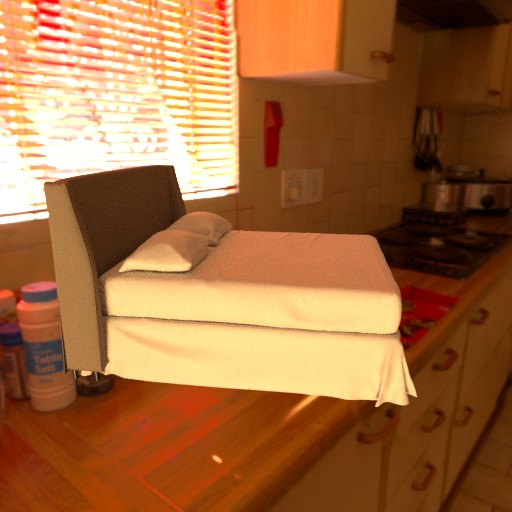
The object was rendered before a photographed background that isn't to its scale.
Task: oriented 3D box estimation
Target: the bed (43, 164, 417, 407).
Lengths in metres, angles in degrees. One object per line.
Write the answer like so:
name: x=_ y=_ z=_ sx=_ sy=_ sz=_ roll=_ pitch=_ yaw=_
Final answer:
bed: x=0.000 y=0.000 z=3.508 sx=2.276 sy=1.332 sz=1.925 roll=2 pitch=15 yaw=9
